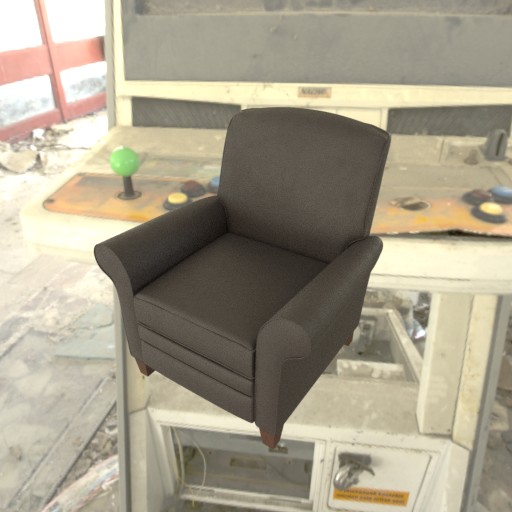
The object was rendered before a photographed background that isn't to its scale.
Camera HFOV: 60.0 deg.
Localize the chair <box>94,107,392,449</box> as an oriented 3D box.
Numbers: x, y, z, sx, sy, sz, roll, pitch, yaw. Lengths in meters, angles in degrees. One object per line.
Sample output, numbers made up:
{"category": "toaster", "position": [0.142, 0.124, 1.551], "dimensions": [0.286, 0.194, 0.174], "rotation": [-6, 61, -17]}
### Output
{"category": "chair", "position": [0.000, 0.000, 1.871], "dimensions": [0.978, 1.061, 0.902], "rotation": [19, 35, 29]}
